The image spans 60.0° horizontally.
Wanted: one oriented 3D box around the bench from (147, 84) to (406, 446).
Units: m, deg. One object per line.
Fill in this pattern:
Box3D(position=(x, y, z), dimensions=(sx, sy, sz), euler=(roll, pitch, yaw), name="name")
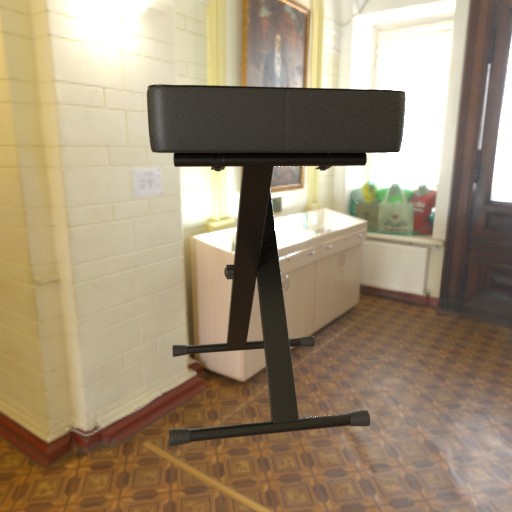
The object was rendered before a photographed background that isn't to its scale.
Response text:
Box3D(position=(0.000, 0.000, 0.776), dimensions=(0.321, 0.500, 0.424), euler=(-2, 13, -9), name="bench")
